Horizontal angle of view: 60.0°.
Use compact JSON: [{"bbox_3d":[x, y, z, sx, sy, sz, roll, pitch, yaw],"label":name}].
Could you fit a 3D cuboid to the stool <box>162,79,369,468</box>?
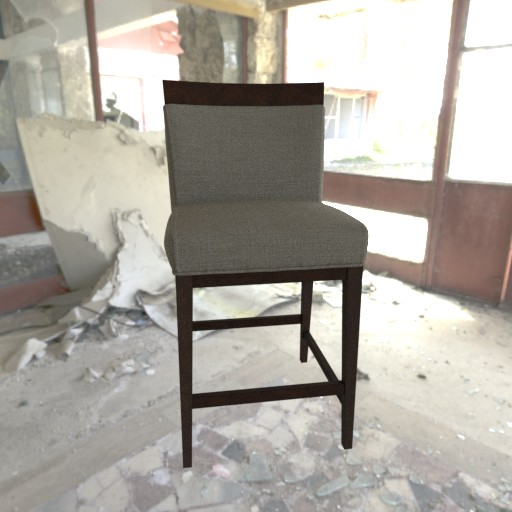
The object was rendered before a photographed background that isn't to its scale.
[{"bbox_3d":[0.000,0.000,1.321,0.512,1.009,0.531,-3,17,-9],"label":"stool"}]
